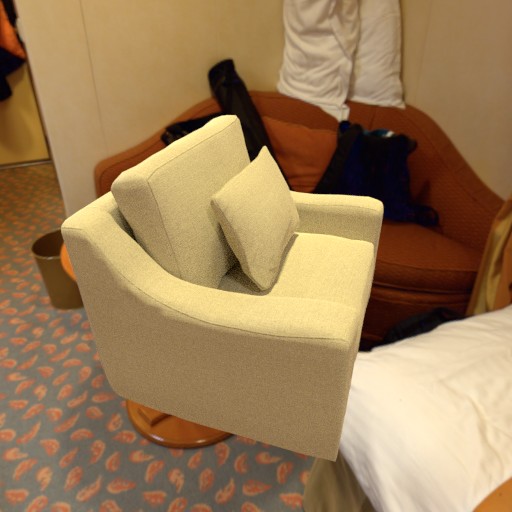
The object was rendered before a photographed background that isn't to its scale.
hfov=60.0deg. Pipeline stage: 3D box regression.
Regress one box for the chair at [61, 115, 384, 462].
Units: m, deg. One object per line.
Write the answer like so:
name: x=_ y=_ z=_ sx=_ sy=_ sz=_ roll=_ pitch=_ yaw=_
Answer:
chair: x=0.000 y=0.000 z=1.960 sx=1.009 sy=1.016 sz=1.178 roll=10 pitch=31 yaw=16
